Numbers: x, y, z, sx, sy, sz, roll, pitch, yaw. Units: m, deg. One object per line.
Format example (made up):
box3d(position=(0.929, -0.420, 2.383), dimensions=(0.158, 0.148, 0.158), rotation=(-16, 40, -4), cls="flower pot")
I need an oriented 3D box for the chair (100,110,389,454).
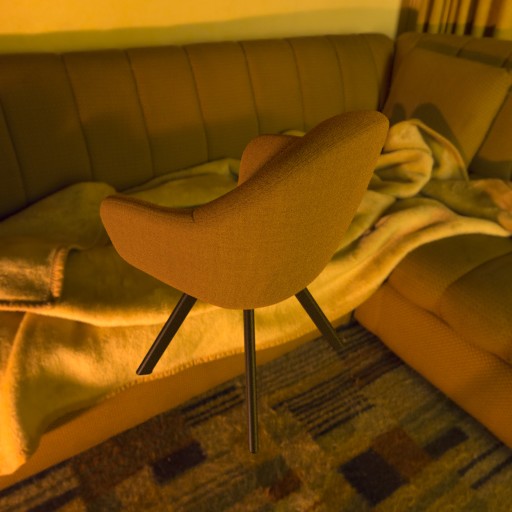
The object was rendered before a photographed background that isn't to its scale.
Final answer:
box3d(position=(0.000, 0.000, 1.158), dimensions=(0.550, 0.795, 0.590), rotation=(22, 38, 31), cls="chair")
